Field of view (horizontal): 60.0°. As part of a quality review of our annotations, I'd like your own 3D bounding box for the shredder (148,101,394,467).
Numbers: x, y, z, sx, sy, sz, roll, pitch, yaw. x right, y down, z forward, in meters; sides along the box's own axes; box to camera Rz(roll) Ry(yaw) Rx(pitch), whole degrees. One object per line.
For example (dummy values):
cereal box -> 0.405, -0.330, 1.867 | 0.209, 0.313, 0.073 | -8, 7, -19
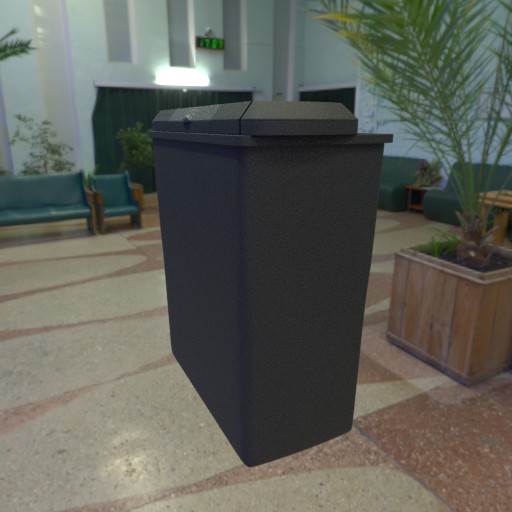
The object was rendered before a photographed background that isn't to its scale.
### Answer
shredder -> 0.000, 0.000, 0.513 | 0.170, 0.335, 0.320 | -8, 18, -25
